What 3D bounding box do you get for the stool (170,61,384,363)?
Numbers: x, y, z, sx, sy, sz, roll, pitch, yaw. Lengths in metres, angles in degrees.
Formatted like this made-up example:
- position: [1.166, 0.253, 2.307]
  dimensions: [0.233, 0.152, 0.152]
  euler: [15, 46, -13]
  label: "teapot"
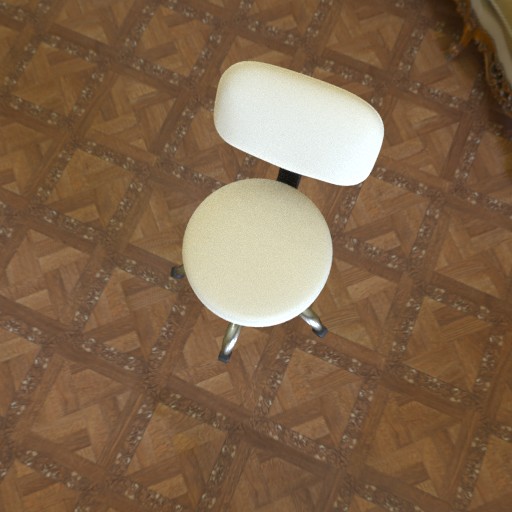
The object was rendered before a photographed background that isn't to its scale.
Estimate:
- position: [0.000, 0.000, 1.242]
  dimensions: [0.609, 0.810, 0.616]
  euler: [22, 77, 5]
  label: "stool"
